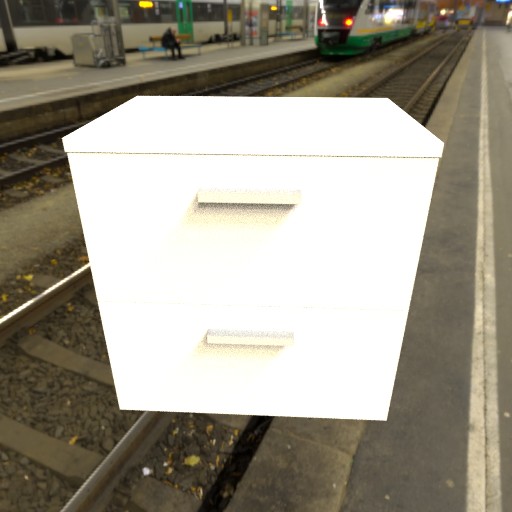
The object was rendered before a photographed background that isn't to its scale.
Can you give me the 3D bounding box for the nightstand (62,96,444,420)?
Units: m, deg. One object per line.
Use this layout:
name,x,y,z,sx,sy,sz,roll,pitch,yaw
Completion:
nightstand,0.000,0.000,0.749,0.441,0.460,0.325,1,29,3
